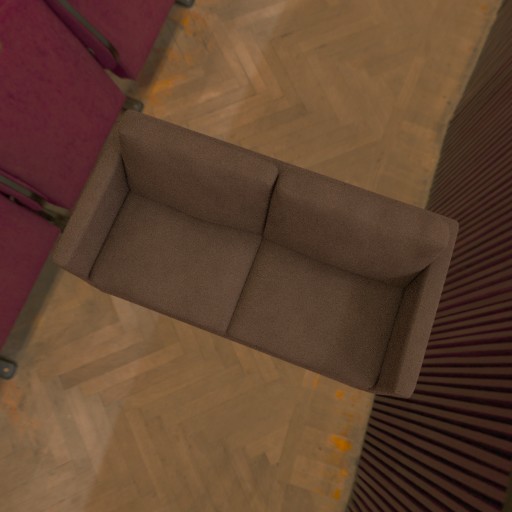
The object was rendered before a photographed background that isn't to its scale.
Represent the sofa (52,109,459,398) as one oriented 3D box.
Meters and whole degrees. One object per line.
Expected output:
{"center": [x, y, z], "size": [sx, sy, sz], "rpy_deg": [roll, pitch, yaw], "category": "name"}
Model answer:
{"center": [0.000, 0.000, 2.476], "size": [1.884, 0.963, 0.950], "rpy_deg": [20, 76, 5], "category": "sofa"}
